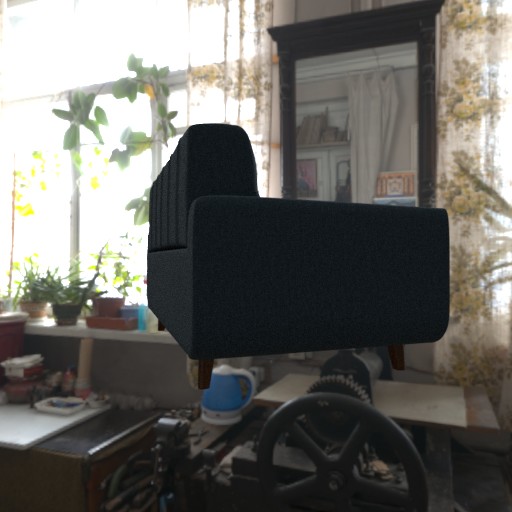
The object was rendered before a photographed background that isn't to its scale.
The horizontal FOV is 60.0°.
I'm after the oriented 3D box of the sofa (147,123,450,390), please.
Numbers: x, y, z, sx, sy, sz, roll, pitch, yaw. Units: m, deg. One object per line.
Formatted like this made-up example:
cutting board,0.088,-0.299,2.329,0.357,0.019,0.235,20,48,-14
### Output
sofa,0.000,0.000,2.212,0.942,0.896,1.651,0,0,-19
